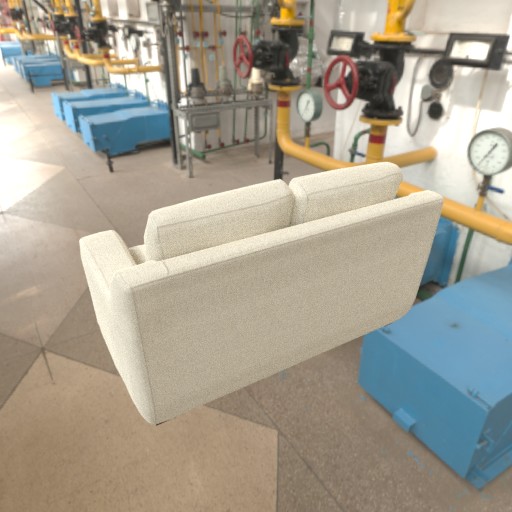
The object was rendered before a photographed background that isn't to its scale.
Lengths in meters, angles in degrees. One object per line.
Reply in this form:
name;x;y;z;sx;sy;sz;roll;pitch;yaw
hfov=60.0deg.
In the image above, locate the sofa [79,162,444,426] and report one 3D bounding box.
sofa;0.000;0.000;2.483;1.744;1.047;1.040;-16;33;-27
